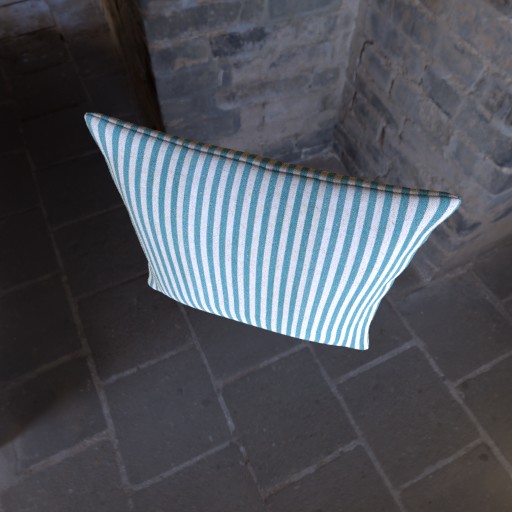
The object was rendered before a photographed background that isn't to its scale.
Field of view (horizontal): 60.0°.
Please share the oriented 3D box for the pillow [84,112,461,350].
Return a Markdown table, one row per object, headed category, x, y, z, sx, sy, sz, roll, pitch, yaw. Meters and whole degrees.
| category | x | y | z | sx | sy | sz | roll | pitch | yaw |
| --- | --- | --- | --- | --- | --- | --- | --- | --- | --- |
| pillow | 0.000 | 0.000 | 0.795 | 0.523 | 0.510 | 0.166 | 15 | 60 | 9 |
